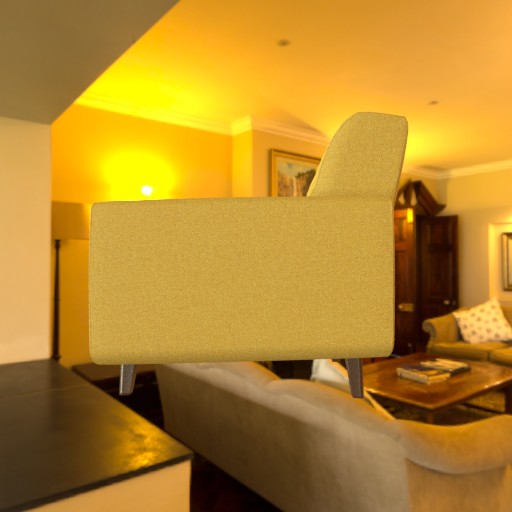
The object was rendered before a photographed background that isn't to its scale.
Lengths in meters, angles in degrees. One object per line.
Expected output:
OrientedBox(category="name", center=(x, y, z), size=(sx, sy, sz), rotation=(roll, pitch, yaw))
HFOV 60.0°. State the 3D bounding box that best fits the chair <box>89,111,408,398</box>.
OrientedBox(category="chair", center=(0.000, 0.000, 1.571), size=(0.909, 0.841, 0.831), rotation=(0, -1, 3))
